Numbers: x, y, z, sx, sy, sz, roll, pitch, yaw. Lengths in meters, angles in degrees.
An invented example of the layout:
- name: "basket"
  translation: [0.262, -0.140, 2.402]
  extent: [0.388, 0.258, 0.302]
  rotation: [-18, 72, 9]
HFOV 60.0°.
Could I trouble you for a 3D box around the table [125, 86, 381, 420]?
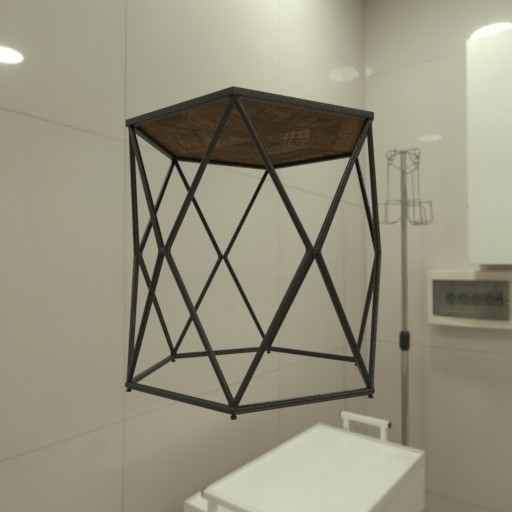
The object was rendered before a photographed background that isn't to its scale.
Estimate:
- name: "table"
  translation: [0.000, 0.000, 1.040]
  extent: [0.578, 0.564, 0.579]
  rotation: [-1, -2, 36]
